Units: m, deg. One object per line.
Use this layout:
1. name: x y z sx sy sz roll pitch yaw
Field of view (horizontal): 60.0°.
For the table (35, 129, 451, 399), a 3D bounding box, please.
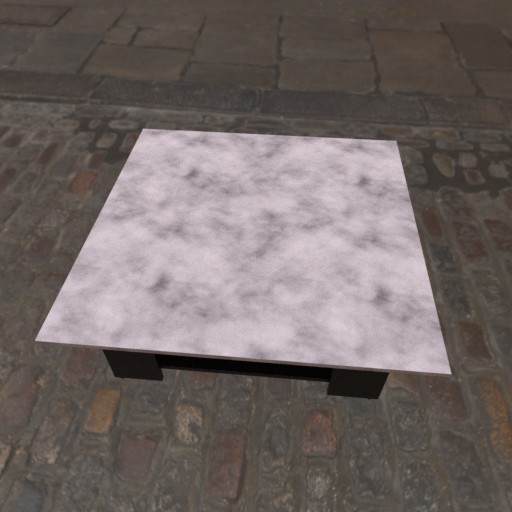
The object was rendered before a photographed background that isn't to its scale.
1. table: 0.000 0.000 1.357 0.890 0.305 0.890 4 46 4
